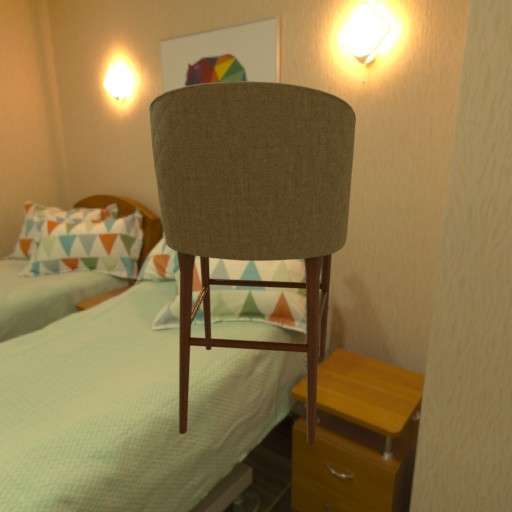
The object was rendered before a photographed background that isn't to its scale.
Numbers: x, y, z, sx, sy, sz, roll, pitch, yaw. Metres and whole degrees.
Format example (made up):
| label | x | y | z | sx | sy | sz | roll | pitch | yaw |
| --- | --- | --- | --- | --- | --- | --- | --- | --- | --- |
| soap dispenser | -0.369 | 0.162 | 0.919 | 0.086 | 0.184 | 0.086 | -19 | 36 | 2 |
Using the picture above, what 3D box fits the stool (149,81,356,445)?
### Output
| label | x | y | z | sx | sy | sz | roll | pitch | yaw |
| --- | --- | --- | --- | --- | --- | --- | --- | --- | --- |
| stool | 0.000 | 0.000 | 1.373 | 0.559 | 0.952 | 0.635 | 2 | 16 | 7 |
